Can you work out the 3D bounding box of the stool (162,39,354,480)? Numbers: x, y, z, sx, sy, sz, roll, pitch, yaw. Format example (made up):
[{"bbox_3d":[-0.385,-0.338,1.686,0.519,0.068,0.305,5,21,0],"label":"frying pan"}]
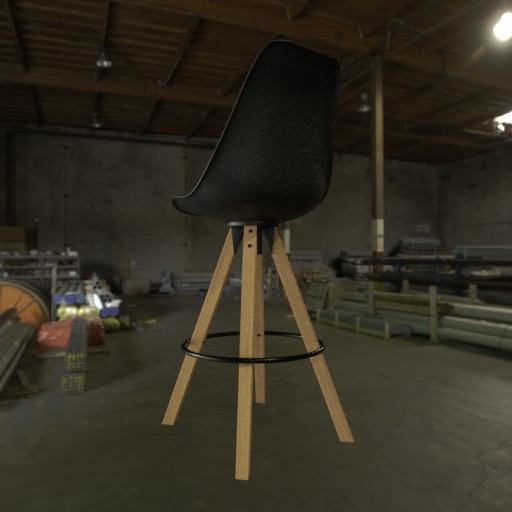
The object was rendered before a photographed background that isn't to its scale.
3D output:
[{"bbox_3d":[0.000,0.000,1.401,0.485,1.115,0.550,0,0,-36],"label":"stool"}]
